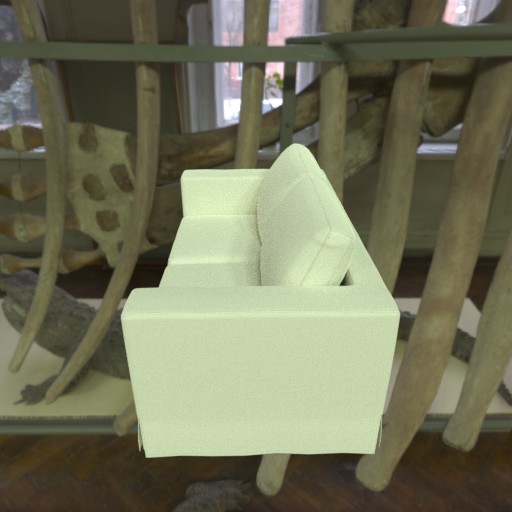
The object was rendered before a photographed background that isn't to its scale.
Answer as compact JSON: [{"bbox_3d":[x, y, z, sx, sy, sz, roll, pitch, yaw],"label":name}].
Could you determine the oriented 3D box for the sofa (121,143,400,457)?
[{"bbox_3d":[0.000,0.000,2.429,1.009,0.932,1.813,-1,27,-1],"label":"sofa"}]
